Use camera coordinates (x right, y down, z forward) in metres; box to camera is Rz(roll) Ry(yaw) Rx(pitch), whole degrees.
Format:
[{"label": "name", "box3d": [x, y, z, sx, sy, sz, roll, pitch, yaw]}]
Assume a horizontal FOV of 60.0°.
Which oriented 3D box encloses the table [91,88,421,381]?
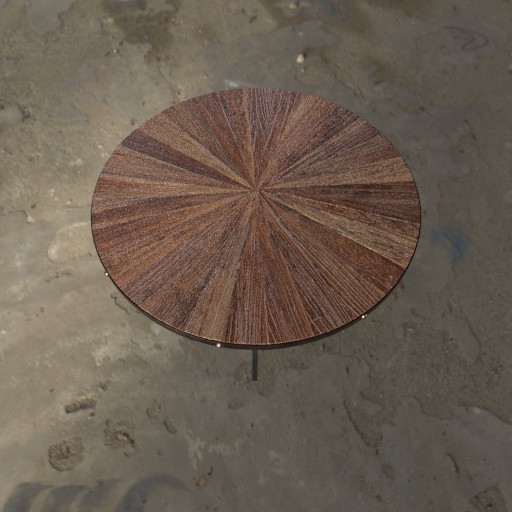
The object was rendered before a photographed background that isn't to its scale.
[{"label": "table", "box3d": [0.000, 0.000, 1.483, 0.885, 0.658, 0.885, 0, 57, 0]}]
